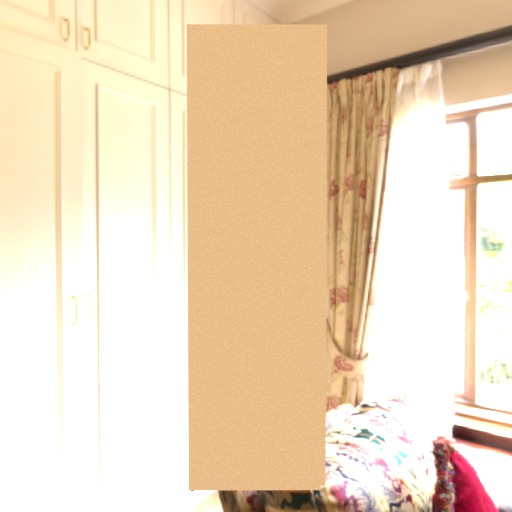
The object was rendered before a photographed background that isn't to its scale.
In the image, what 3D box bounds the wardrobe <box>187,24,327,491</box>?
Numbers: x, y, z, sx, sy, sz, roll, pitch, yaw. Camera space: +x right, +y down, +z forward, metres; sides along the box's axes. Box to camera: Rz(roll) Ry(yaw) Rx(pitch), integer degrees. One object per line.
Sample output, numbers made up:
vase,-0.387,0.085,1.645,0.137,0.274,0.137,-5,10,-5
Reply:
wardrobe,0.000,0.000,2.831,0.600,2.020,1.830,0,1,0
